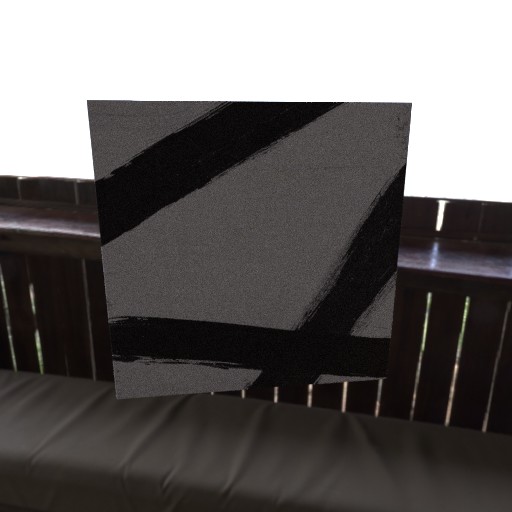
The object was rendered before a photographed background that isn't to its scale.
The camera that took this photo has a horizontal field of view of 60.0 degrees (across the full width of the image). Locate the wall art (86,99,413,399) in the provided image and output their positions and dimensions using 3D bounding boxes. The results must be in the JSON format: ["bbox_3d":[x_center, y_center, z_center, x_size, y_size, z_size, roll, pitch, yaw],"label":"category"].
[{"bbox_3d":[0.000,0.000,1.159,0.765,0.765,0.046,-2,17,-7],"label":"wall art"}]
